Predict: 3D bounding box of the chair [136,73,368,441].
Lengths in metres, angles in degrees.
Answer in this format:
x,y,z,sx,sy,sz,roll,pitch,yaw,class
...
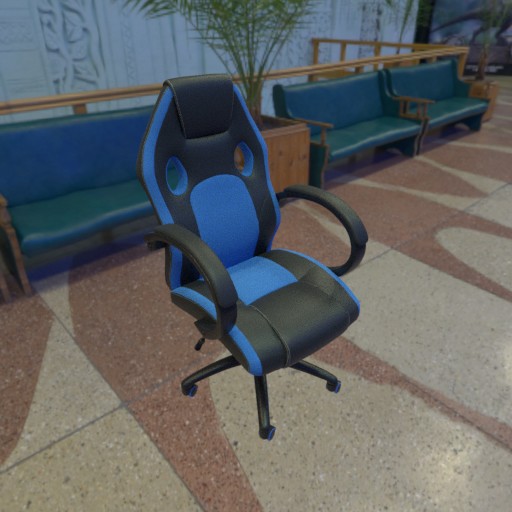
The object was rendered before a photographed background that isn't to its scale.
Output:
x,y,z,sx,sy,sz,roll,pitch,yaw,class
0.000,0.000,1.639,0.673,1.187,0.724,-22,36,-33,chair
